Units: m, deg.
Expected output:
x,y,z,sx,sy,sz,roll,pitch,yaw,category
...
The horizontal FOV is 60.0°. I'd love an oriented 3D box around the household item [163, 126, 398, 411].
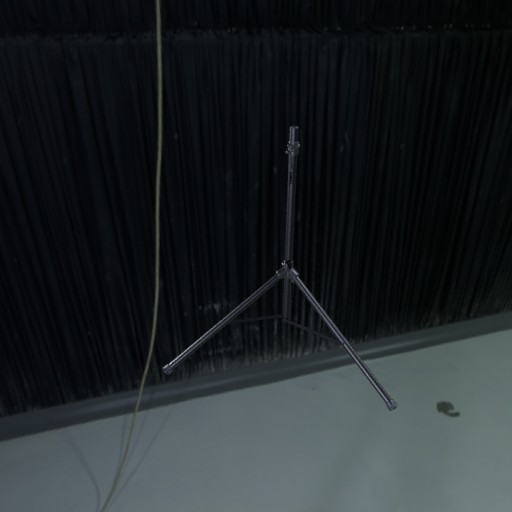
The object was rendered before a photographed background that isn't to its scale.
x,y,z,sx,sy,sz,roll,pitch,yaw,category
0.000,0.000,2.824,1.339,1.595,1.596,-9,31,-16,household item
